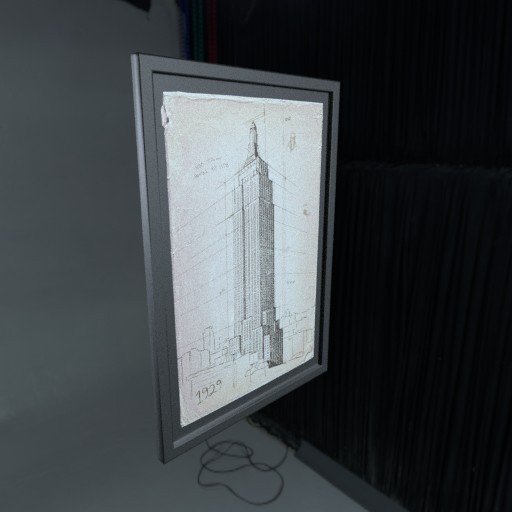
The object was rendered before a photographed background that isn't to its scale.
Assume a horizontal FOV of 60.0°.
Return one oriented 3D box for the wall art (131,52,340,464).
[{"bbox_3d":[0.000,0.000,0.554,0.303,0.431,0.013,-14,20,-42],"label":"wall art"}]
